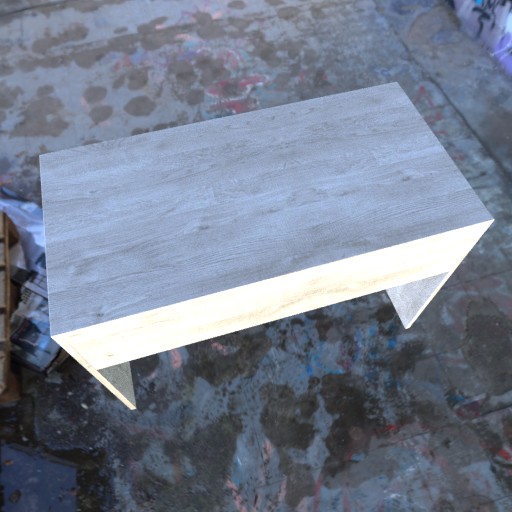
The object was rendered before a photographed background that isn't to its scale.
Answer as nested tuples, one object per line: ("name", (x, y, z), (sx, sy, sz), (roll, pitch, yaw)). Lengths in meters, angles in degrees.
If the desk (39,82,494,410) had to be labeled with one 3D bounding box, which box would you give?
("desk", (0.000, 0.000, 1.497), (1.100, 0.730, 0.560), (-14, 60, -8))
